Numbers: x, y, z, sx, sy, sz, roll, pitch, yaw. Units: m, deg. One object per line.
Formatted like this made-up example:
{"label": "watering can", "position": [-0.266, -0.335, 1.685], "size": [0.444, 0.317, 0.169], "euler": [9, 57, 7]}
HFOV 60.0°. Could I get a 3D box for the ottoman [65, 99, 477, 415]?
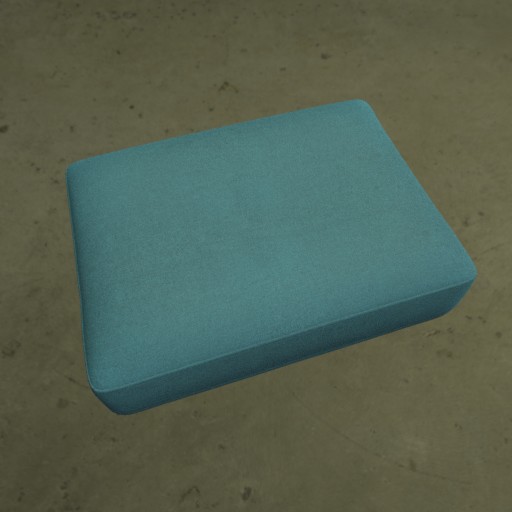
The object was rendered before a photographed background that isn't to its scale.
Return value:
{"label": "ottoman", "position": [0.000, 0.000, 1.041], "size": [0.749, 0.428, 0.549], "euler": [-15, 60, -9]}
